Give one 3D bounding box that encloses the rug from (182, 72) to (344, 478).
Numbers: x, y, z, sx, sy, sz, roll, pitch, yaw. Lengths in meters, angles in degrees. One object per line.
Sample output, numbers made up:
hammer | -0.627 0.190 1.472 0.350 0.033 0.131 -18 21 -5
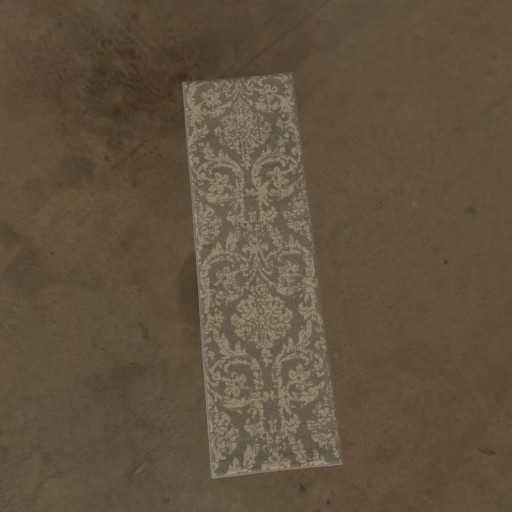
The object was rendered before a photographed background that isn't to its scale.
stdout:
rug | 0.000 0.000 2.423 0.662 0.011 2.196 -6 78 -1
